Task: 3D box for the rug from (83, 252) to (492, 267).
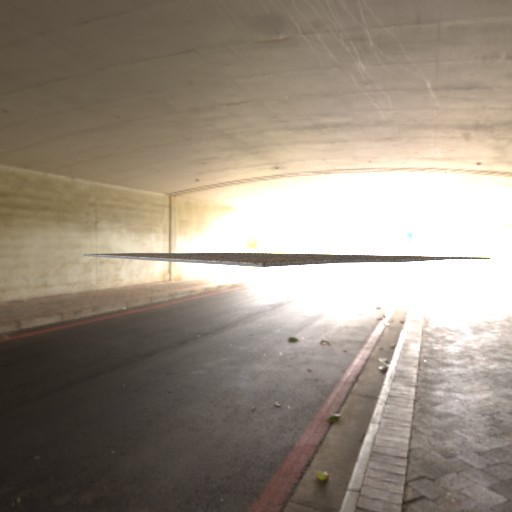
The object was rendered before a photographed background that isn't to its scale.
[{"bbox_3d":[0.000,0.000,3.719,2.043,0.026,2.901,-1,2,-36],"label":"rug"}]
